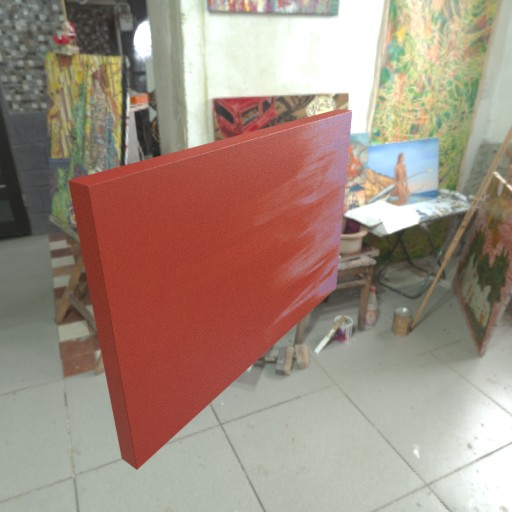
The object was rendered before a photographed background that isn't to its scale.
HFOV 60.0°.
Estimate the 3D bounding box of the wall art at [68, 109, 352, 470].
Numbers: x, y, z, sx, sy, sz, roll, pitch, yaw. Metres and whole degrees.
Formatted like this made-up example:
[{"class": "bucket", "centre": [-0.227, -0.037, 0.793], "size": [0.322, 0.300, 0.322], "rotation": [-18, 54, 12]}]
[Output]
[{"class": "wall art", "centre": [0.000, 0.000, 0.749], "size": [0.033, 0.405, 0.607], "rotation": [18, 31, 31]}]
